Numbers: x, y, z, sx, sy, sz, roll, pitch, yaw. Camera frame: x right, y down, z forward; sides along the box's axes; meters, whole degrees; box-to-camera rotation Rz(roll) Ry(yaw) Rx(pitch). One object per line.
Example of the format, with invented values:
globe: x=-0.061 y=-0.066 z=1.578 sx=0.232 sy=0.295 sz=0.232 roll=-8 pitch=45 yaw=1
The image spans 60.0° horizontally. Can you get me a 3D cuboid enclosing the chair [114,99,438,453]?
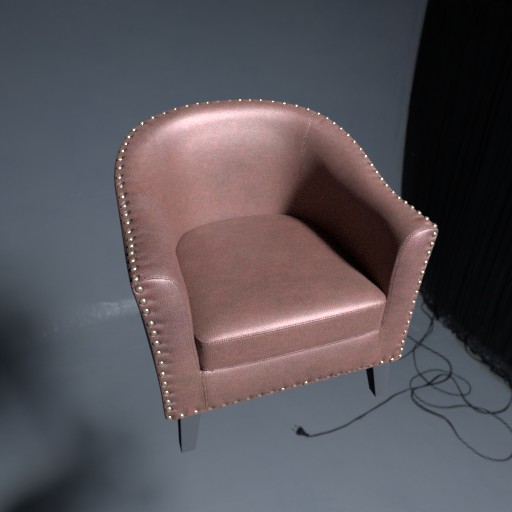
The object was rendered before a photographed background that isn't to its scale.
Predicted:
chair: x=0.000 y=0.000 z=1.435 sx=0.794 sy=0.823 sz=0.748 roll=-10 pitch=34 yaw=-15
